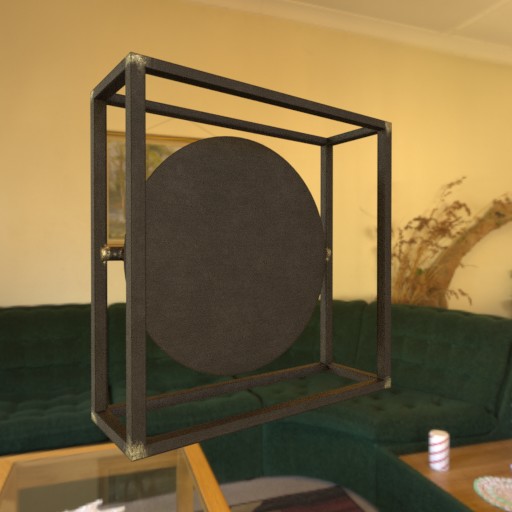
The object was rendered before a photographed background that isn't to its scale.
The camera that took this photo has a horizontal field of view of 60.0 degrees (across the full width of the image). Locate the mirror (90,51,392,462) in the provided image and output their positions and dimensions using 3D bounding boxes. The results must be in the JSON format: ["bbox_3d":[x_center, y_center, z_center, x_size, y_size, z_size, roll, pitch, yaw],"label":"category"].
[{"bbox_3d":[0.000,0.000,0.460,0.306,0.303,0.107,0,1,-36],"label":"mirror"}]
